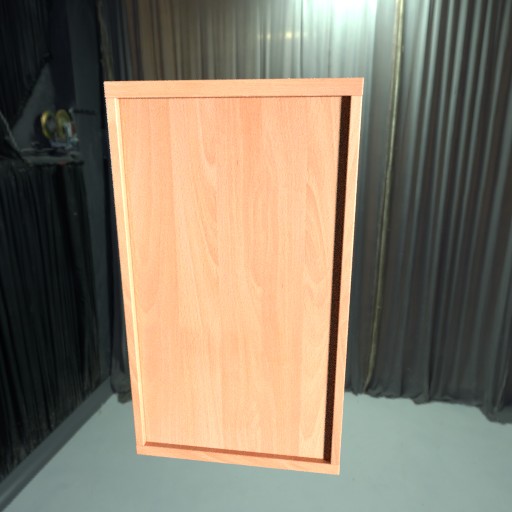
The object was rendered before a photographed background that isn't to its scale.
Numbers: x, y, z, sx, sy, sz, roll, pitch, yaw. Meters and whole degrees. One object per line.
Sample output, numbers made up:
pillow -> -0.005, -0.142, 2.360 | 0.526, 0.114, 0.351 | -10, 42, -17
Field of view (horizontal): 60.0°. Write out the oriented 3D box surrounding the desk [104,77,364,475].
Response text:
desk -> 0.000, 0.000, 1.062 | 0.404, 0.730, 0.600 | 2, 16, 8
